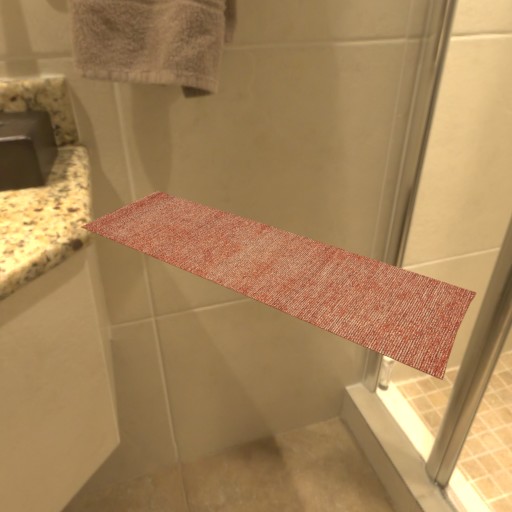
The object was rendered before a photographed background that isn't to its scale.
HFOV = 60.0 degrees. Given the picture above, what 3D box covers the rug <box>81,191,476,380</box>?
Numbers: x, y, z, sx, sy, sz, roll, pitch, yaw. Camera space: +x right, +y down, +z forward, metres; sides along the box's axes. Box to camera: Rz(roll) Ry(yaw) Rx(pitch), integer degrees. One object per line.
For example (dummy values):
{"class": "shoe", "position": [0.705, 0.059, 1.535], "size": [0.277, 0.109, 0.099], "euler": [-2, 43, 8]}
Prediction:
{"class": "rug", "position": [0.000, 0.000, 2.640], "size": [2.353, 0.013, 0.718], "euler": [20, 37, 29]}
